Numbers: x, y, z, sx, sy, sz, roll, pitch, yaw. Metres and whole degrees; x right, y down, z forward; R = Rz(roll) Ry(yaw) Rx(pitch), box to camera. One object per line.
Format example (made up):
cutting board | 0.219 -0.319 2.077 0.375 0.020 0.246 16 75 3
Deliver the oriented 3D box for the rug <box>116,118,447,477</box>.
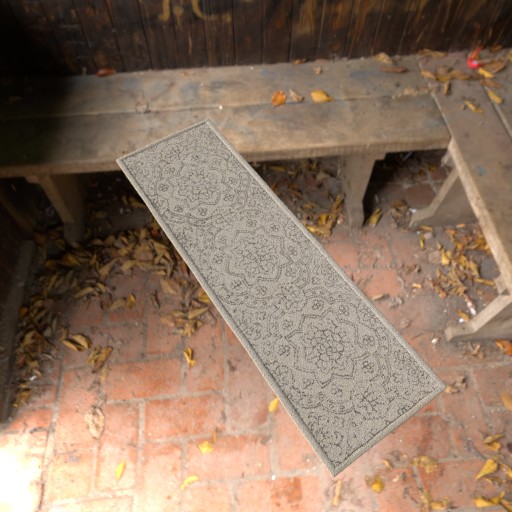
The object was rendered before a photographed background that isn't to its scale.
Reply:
rug | 0.000 0.000 2.728 0.769 0.012 2.448 -30 63 -17
